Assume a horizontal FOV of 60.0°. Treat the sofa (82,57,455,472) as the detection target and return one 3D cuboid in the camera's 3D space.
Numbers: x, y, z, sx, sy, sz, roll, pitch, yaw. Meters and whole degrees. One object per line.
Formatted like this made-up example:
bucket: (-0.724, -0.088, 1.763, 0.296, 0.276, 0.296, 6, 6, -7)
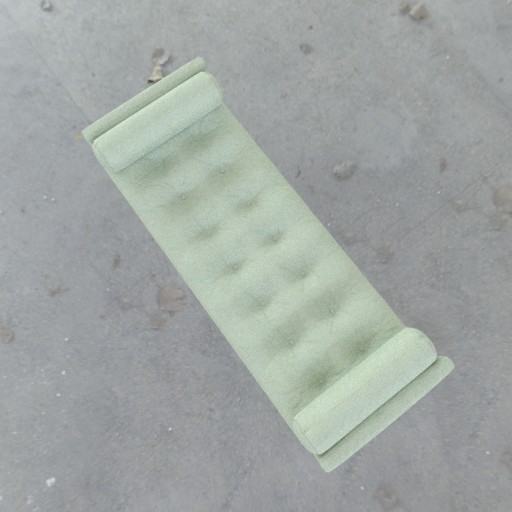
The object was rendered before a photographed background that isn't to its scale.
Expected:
sofa: (0.000, 0.000, 2.479, 0.796, 0.705, 2.102, -36, 79, -8)
